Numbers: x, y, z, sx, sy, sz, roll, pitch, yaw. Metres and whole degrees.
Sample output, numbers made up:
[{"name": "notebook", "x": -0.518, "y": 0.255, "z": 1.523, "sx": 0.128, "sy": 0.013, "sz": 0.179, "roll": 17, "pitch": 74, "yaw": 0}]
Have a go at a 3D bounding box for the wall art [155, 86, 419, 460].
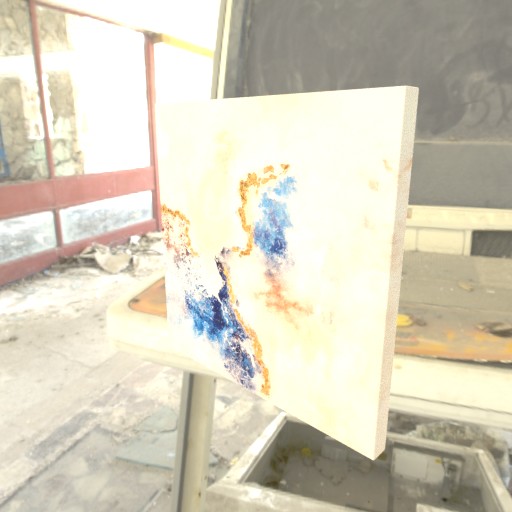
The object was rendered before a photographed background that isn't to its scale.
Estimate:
[{"name": "wall art", "x": 0.000, "y": 0.000, "z": 1.572, "sx": 1.061, "sy": 1.061, "sz": 0.071, "roll": 15, "pitch": 22, "yaw": 42}]
